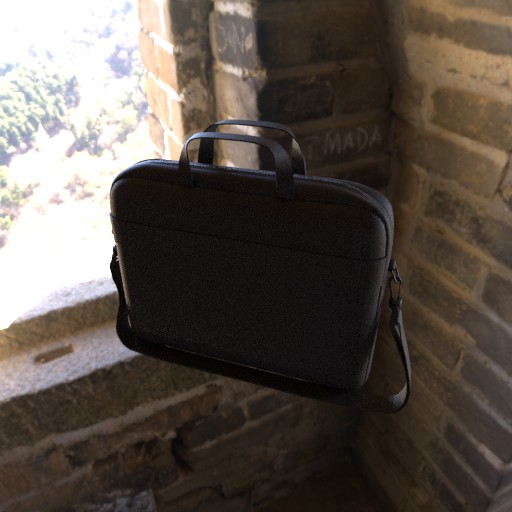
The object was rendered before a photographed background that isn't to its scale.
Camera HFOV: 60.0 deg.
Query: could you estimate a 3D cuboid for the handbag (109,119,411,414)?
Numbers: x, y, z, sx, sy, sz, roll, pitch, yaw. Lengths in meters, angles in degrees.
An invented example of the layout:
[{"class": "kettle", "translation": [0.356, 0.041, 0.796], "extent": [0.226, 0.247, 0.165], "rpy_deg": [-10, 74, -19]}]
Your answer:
[{"class": "handbag", "translation": [0.000, 0.000, 0.576], "extent": [0.429, 0.330, 0.126], "rpy_deg": [10, 32, 16]}]
